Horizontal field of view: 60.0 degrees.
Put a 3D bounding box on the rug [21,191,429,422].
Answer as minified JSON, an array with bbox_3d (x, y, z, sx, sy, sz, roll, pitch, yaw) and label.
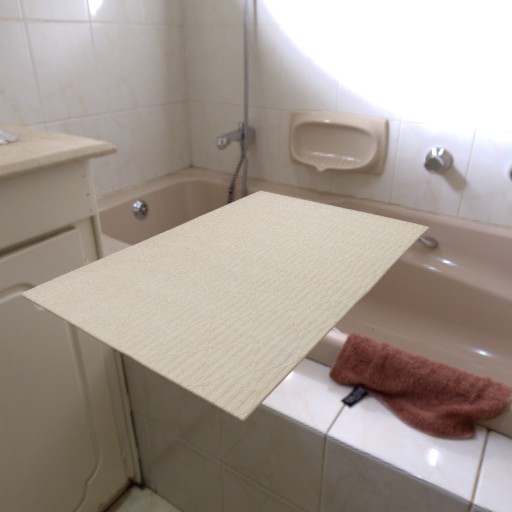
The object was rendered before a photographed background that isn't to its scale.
[{"bbox_3d":[0.000,0.000,2.294,1.238,0.014,1.848,17,31,32],"label":"rug"}]
